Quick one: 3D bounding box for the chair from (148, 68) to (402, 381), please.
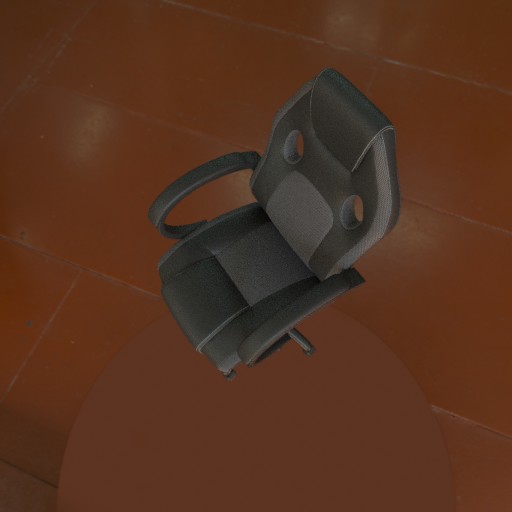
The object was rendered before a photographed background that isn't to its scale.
[{"bbox_3d":[0.000,0.000,1.619,0.724,1.187,0.673,-31,68,-14],"label":"chair"}]
